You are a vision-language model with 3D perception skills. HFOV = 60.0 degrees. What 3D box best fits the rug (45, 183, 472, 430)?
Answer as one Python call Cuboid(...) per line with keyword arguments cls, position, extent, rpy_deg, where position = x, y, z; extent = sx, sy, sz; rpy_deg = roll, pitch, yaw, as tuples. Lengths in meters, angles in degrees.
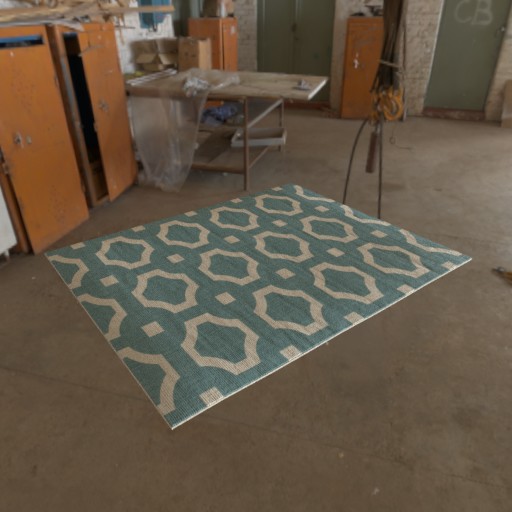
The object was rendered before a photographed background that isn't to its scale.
Cuboid(cls="rug", position=(0.000, 0.000, 4.056), extent=(3.049, 0.021, 2.466), rpy_deg=(-21, 35, -32))
